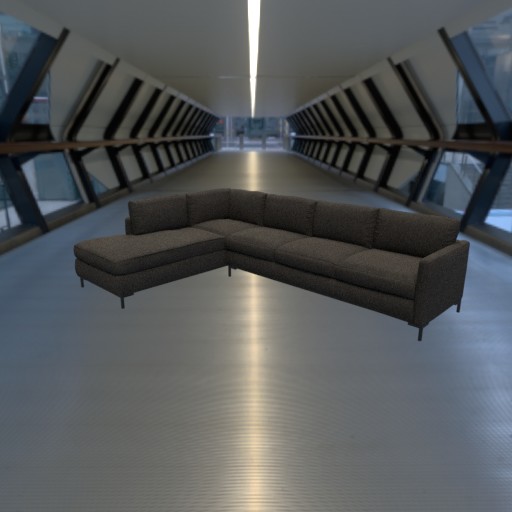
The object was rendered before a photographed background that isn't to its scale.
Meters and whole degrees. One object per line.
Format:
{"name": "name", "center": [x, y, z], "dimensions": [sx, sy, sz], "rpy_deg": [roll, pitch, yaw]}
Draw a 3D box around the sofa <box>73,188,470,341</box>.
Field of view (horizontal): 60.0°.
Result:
{"name": "sofa", "center": [0.000, 0.000, 3.902], "dimensions": [2.949, 0.815, 2.007], "rpy_deg": [15, 22, 42]}
